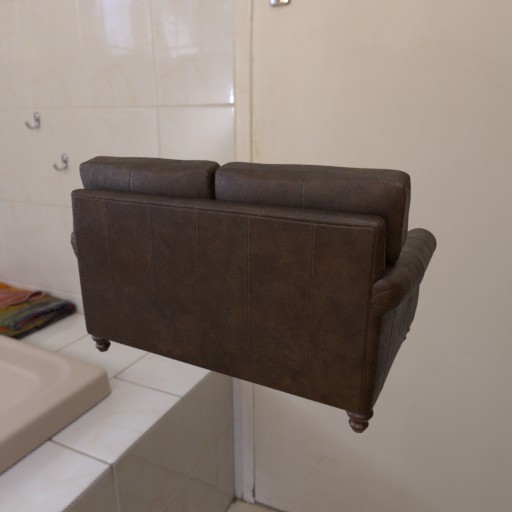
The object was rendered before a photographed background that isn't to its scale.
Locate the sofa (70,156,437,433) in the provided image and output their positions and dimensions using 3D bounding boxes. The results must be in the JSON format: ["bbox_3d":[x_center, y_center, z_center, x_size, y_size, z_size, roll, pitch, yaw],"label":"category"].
[{"bbox_3d":[0.000,0.000,2.214,1.616,0.976,0.990,9,19,26],"label":"sofa"}]
